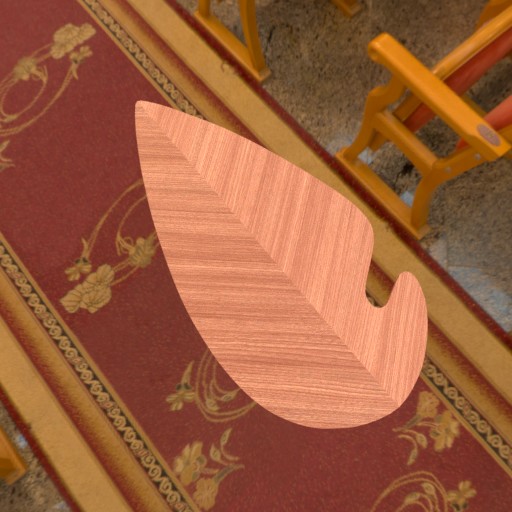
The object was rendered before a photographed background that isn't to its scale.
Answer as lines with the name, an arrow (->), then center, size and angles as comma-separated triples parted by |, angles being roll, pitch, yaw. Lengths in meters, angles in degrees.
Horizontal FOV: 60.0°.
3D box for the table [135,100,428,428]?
table -> 0.000, 0.000, 1.471 | 0.598, 0.360, 1.199 | -38, 78, -9
